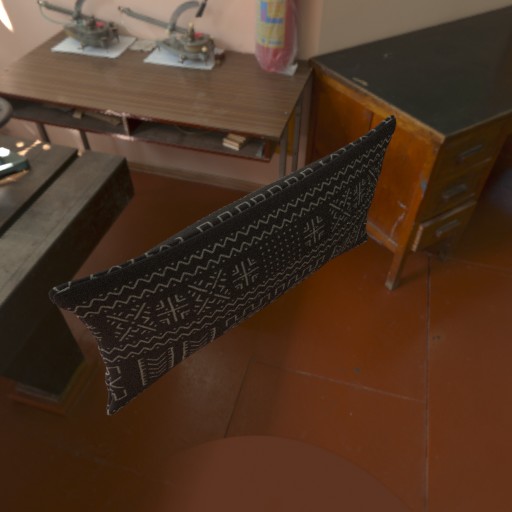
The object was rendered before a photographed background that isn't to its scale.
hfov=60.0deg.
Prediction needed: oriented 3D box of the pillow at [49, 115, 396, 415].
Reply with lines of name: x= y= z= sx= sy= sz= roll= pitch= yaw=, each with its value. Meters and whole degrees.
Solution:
pillow: x=0.000 y=0.000 z=0.786 sx=0.667 sy=0.322 sz=0.135 roll=-31 pitch=54 yaw=-26
